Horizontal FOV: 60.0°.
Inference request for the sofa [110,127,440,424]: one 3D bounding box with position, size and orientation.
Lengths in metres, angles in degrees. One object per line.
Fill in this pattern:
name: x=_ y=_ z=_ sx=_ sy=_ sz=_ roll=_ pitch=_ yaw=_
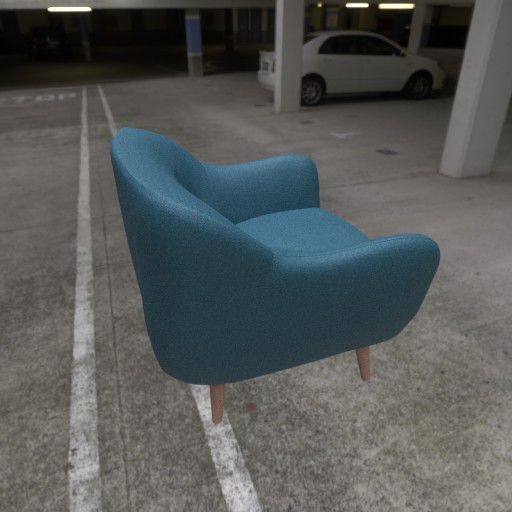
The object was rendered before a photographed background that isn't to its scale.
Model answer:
sofa: x=0.000 y=0.000 z=1.496 sx=0.825 sy=0.817 sz=0.836 roll=-10 pitch=31 yaw=-17
